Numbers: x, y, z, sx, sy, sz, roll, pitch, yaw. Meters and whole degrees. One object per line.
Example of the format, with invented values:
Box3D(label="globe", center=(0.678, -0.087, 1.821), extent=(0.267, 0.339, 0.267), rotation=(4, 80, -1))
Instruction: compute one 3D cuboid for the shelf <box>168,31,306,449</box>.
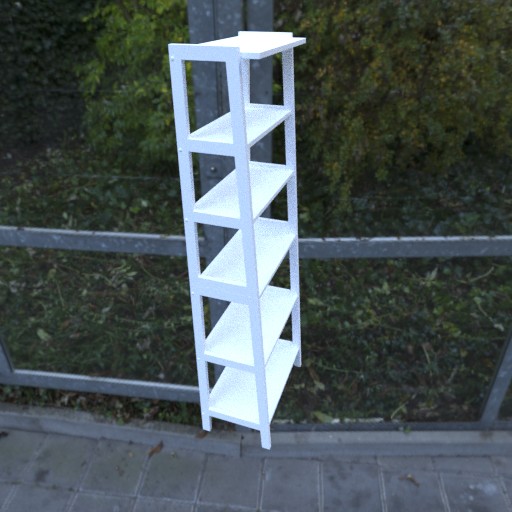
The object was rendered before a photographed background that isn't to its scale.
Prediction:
Box3D(label="shelf", center=(0.000, 0.000, 2.140), extent=(0.381, 1.892, 0.660), rotation=(10, 32, 17))
